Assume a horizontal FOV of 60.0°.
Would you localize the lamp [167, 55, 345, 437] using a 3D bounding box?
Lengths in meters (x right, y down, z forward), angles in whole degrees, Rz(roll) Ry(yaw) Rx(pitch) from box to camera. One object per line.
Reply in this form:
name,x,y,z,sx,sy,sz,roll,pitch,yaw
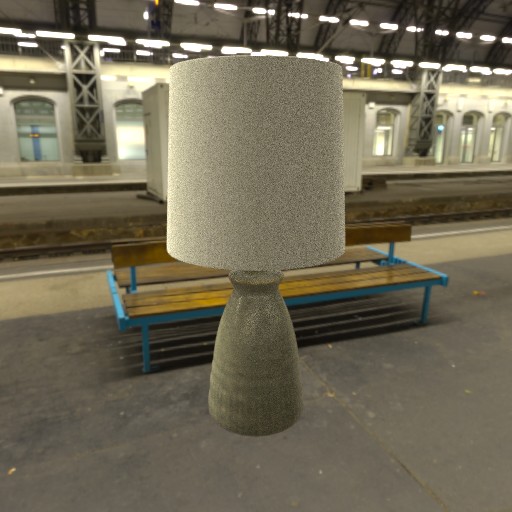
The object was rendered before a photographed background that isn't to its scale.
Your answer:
lamp,0.000,0.000,0.475,0.186,0.369,0.186,0,15,0
